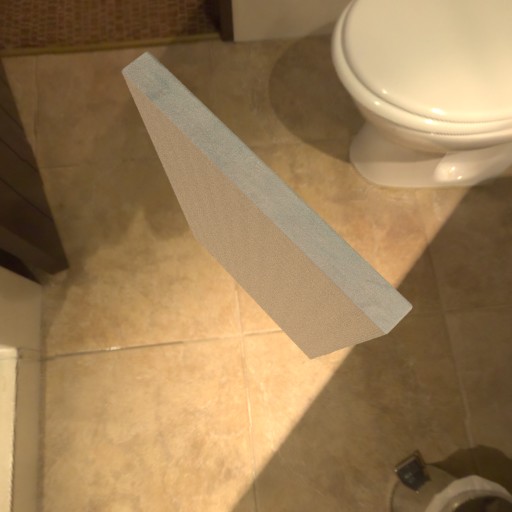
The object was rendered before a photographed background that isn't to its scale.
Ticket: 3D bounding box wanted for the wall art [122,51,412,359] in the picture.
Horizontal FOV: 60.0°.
[{"bbox_3d":[0.000,0.000,1.136,0.061,0.911,0.609,-42,79,-10],"label":"wall art"}]
